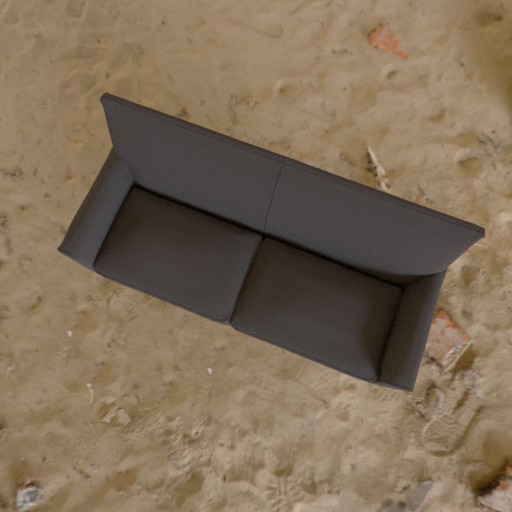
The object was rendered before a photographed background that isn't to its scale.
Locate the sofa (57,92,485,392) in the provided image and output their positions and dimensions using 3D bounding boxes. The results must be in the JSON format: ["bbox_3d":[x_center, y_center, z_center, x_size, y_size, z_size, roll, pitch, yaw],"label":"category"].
[{"bbox_3d":[0.000,0.000,2.494,2.002,0.907,0.843,21,77,5],"label":"sofa"}]
